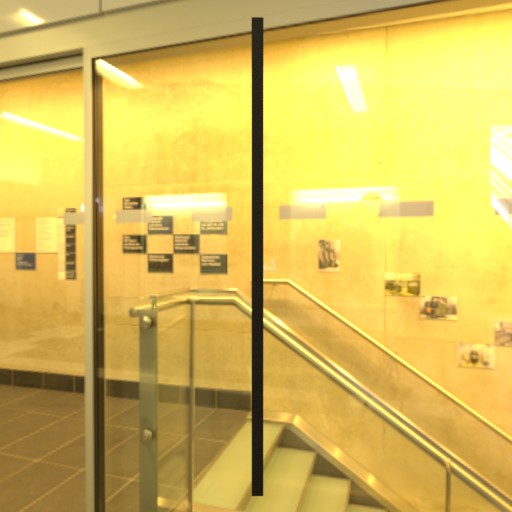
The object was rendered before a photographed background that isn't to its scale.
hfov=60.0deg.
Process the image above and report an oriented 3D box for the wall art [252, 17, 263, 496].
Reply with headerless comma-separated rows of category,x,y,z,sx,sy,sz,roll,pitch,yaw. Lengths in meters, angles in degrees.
wall art,0.000,0.000,0.587,0.011,0.459,0.326,0,1,-1
